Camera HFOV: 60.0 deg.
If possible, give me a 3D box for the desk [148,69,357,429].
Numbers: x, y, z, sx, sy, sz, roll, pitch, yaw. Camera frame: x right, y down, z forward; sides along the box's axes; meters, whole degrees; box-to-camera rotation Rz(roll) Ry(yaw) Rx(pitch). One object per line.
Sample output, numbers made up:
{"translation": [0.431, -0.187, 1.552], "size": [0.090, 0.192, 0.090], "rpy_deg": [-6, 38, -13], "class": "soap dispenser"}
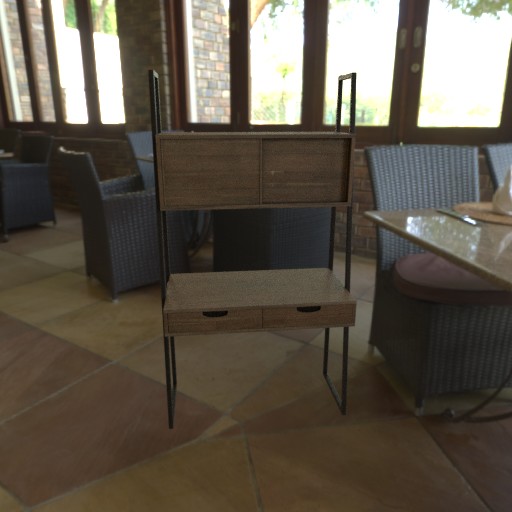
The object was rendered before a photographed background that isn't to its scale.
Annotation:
{"translation": [0.000, 0.000, 2.320], "size": [0.982, 1.809, 0.515], "rpy_deg": [-2, 18, -7], "class": "desk"}
